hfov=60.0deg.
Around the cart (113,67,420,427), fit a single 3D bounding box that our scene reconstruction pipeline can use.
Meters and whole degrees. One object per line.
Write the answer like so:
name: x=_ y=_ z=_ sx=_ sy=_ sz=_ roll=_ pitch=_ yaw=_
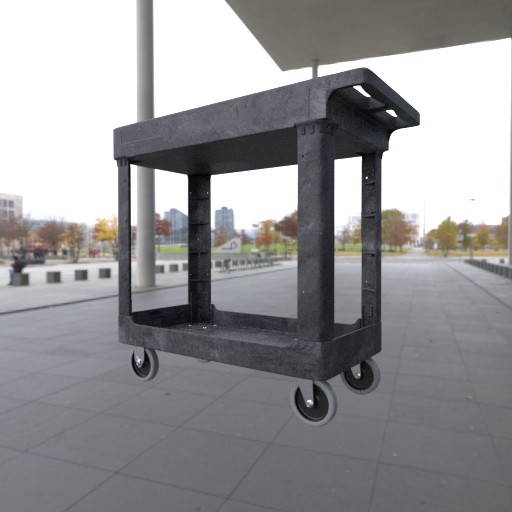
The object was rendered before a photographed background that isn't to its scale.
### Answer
cart: x=0.000 y=0.000 z=1.366 sx=0.877 sy=0.824 sz=0.420 roll=1 pitch=1 yaw=36
